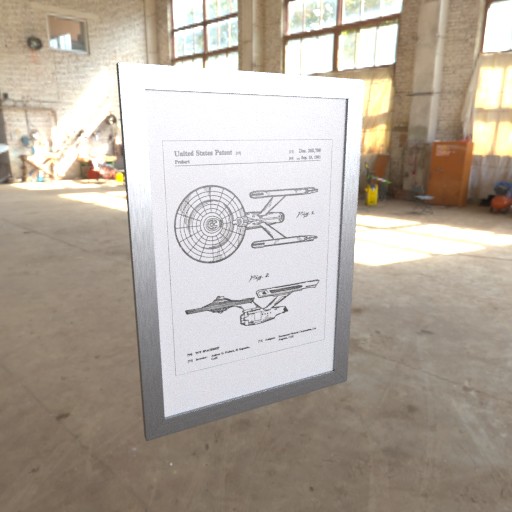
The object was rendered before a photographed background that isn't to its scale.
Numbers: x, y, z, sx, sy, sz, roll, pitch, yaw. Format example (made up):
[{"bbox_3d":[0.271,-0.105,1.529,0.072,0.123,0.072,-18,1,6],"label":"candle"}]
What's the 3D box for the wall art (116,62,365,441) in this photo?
[{"bbox_3d":[0.000,0.000,0.686,0.376,0.529,0.013,-7,17,-26],"label":"wall art"}]
